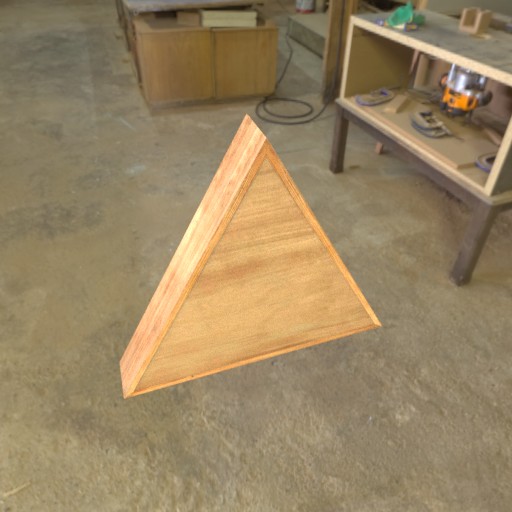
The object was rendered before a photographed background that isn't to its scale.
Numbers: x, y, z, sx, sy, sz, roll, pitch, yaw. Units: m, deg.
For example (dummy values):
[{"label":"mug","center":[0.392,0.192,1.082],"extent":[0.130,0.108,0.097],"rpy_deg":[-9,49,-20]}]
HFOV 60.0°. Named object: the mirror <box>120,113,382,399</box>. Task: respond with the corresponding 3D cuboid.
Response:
[{"label":"mirror","center":[0.000,0.000,0.886],"extent":[0.631,0.548,0.100],"rpy_deg":[-12,42,-14]}]
